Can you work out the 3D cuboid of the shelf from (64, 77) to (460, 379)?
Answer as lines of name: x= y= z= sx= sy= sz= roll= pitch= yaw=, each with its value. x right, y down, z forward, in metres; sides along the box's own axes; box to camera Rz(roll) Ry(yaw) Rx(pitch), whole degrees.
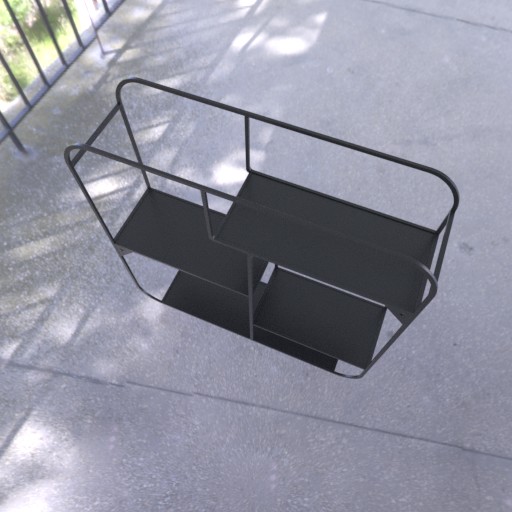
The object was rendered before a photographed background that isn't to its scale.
shelf: x=0.000 y=0.000 z=0.904 sx=0.600 sy=0.600 sz=0.160 roll=20 pitch=64 yaw=11
